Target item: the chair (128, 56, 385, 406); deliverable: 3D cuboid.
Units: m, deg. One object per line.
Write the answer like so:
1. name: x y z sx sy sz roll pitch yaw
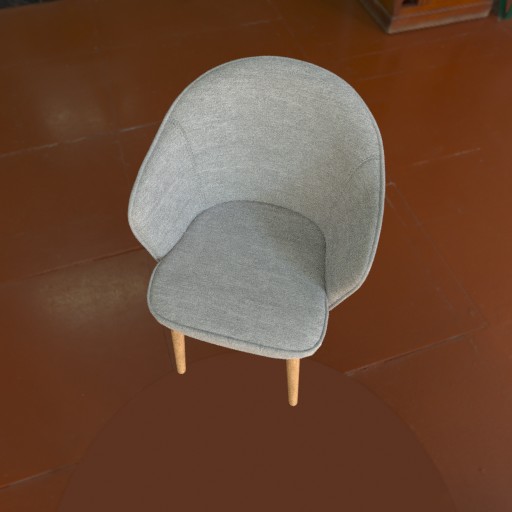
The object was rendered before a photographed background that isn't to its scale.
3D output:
1. chair: 0.000 0.000 1.152 0.540 0.800 0.530 13 57 9
